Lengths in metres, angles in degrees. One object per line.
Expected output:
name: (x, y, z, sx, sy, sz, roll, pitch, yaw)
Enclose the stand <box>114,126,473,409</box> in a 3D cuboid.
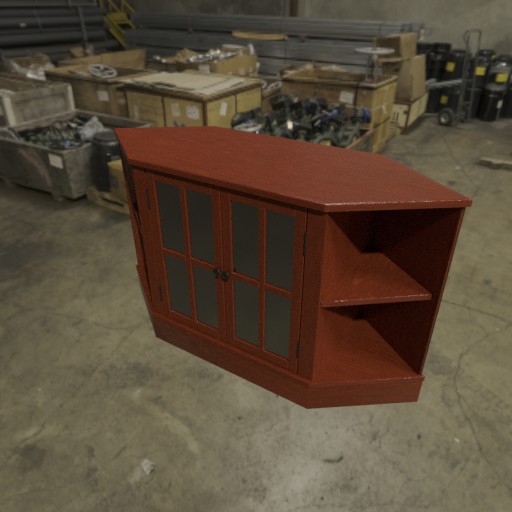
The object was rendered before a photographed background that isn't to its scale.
stand: (0.000, 0.000, 1.328, 1.072, 0.614, 0.381, 18, 35, 27)
